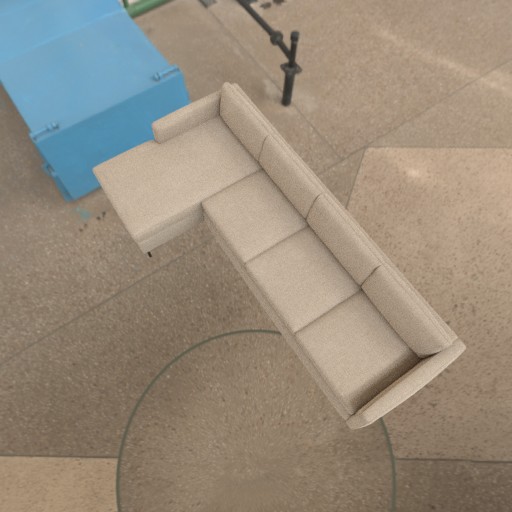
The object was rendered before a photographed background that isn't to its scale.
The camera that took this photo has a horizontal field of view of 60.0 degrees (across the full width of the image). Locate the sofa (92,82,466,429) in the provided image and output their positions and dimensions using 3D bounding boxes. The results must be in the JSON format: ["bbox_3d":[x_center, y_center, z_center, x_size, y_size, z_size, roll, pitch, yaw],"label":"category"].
[{"bbox_3d":[0.000,0.000,3.472,1.469,0.816,2.923,-31,69,-14],"label":"sofa"}]
